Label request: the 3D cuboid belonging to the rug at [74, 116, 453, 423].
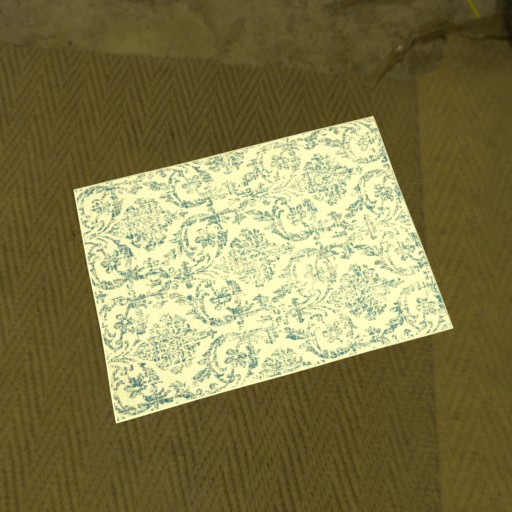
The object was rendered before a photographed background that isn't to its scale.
[{"bbox_3d":[0.000,0.000,2.963,2.197,0.014,1.586,-15,76,-4],"label":"rug"}]
